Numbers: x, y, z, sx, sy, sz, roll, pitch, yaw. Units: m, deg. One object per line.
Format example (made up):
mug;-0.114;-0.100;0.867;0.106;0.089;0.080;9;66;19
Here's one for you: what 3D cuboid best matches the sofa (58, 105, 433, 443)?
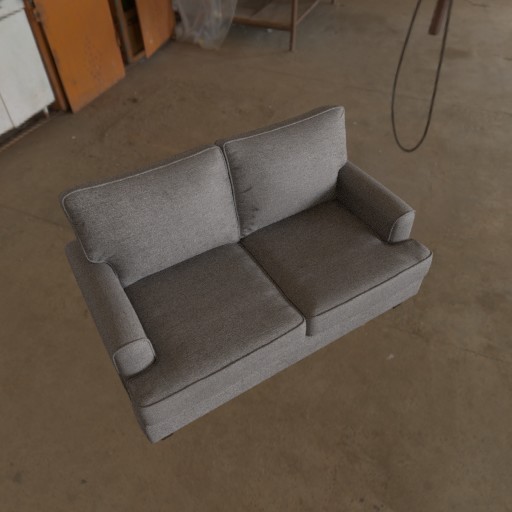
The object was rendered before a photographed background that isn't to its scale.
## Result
sofa;0.000;0.000;2.242;1.651;0.965;0.965;-24;51;-21
